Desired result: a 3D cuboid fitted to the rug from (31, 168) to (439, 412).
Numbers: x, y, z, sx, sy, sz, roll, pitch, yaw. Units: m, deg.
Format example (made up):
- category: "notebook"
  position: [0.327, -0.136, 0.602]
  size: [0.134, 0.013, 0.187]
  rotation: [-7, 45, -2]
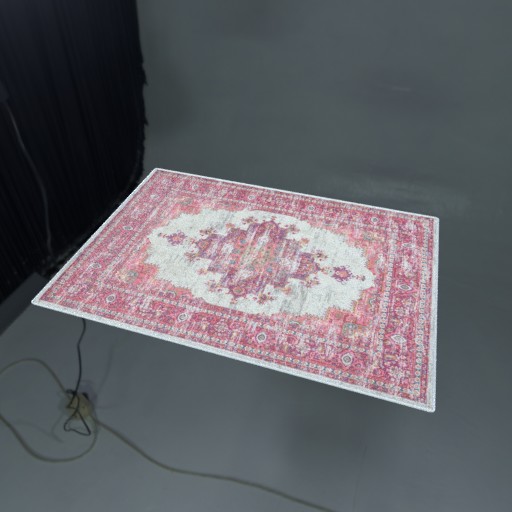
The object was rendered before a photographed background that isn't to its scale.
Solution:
- category: "rug"
  position: [0.000, 0.000, 2.232]
  size: [1.747, 0.011, 1.217]
  rotation: [12, 43, 13]
